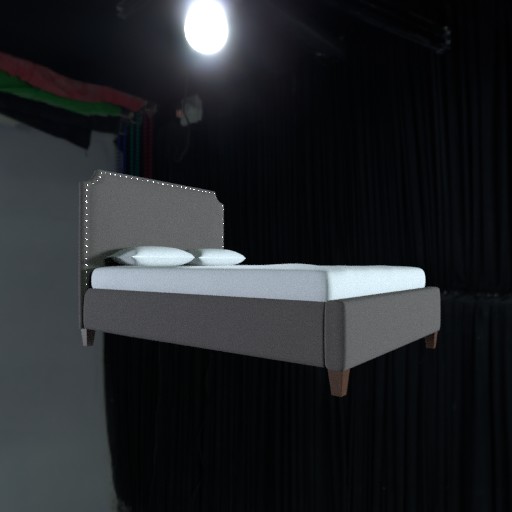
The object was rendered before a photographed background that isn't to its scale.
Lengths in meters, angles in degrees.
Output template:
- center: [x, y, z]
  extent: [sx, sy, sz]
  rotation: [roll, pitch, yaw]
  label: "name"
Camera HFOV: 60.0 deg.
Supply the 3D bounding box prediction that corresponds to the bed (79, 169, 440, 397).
- center: [0.000, 0.000, 3.542]
  extent: [2.372, 1.443, 1.713]
  rotation: [-1, -1, 37]
  label: "bed"
